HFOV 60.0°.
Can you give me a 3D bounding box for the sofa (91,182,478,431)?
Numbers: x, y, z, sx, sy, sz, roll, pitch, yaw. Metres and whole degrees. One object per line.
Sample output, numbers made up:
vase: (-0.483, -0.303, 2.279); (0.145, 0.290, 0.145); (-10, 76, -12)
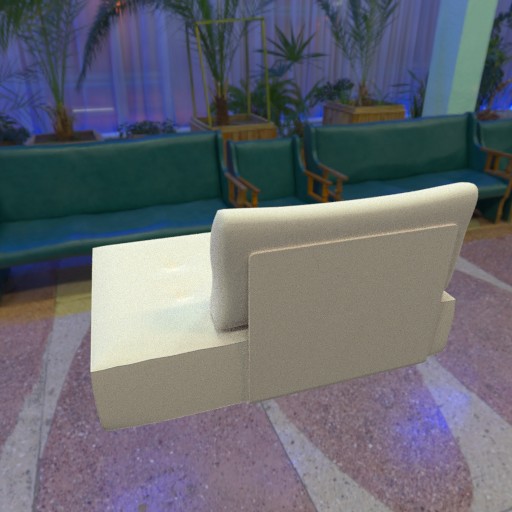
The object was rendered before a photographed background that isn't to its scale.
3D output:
sofa: (0.000, 0.000, 2.008); (1.450, 0.820, 1.000); (-8, 28, -16)
